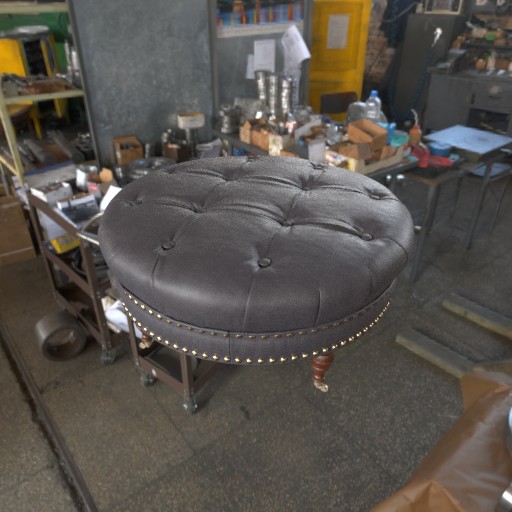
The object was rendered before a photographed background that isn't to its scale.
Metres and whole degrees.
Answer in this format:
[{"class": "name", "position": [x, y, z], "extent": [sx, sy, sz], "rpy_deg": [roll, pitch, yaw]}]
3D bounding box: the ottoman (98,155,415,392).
[{"class": "ottoman", "position": [0.000, 0.000, 1.393], "extent": [0.901, 0.439, 0.901], "rpy_deg": [0, 32, 0]}]
